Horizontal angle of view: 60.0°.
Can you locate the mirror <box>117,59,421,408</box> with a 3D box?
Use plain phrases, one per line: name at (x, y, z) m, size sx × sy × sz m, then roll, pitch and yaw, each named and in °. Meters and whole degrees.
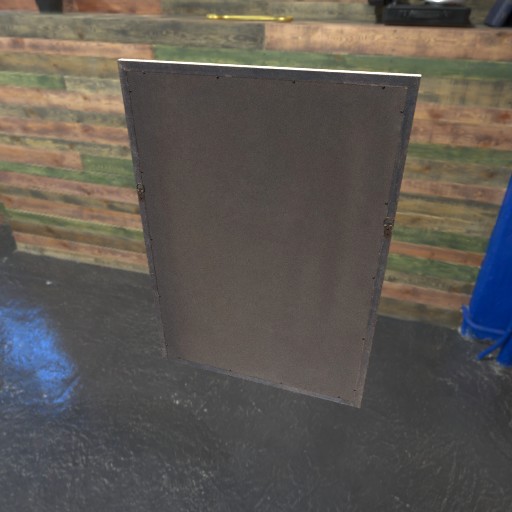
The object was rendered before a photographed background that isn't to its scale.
mirror at (0.000, 0.000, 1.253) m, size 0.705 × 0.996 × 0.025 m, roll 10°, pitch 33°, yaw 15°
